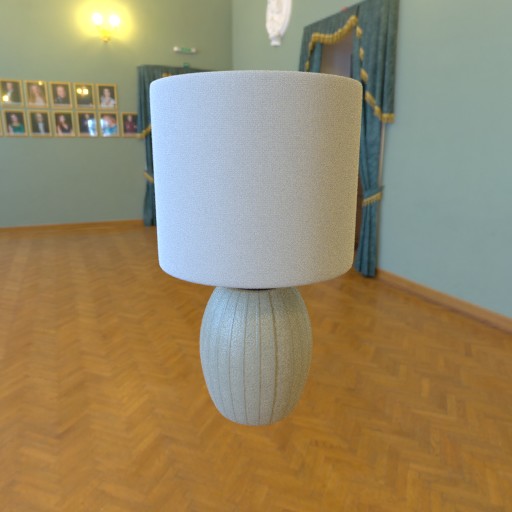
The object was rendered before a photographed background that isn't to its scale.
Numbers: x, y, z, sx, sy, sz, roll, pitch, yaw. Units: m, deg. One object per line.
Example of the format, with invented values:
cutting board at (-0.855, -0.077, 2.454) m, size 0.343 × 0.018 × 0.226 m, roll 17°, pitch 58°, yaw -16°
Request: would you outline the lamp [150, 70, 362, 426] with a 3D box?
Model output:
lamp at (0.000, 0.000, 0.766) m, size 0.329 × 0.570 × 0.329 m, roll -6°, pitch 15°, yaw -24°
